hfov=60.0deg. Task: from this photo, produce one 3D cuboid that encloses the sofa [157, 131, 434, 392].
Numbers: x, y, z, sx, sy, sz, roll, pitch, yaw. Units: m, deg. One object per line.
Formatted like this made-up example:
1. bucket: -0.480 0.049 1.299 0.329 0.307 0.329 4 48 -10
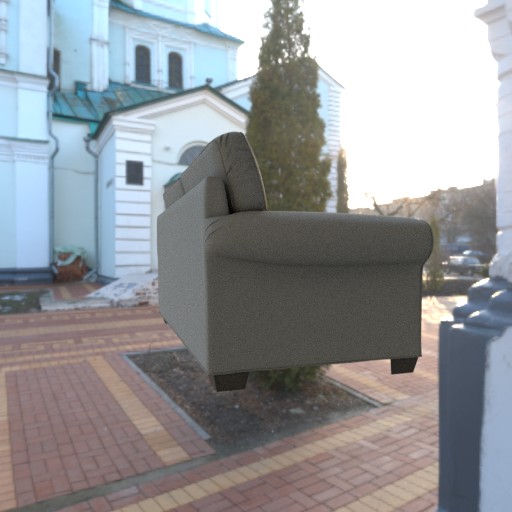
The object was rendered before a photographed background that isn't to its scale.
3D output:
1. sofa: 0.000 0.000 2.505 0.940 0.952 1.930 0 1 -18
